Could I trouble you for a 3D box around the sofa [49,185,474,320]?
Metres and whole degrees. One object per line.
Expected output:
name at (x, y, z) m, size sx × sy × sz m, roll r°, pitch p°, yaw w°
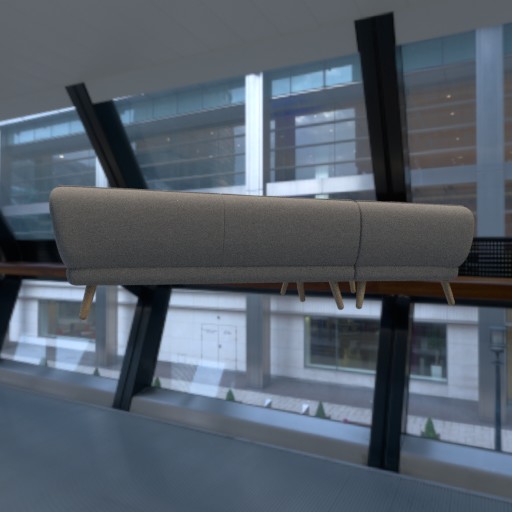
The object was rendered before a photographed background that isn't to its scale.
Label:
sofa at (0.000, 0.000, 3.296) m, size 2.653 × 0.693 × 1.532 m, roll 0°, pitch -1°, yaw -19°
